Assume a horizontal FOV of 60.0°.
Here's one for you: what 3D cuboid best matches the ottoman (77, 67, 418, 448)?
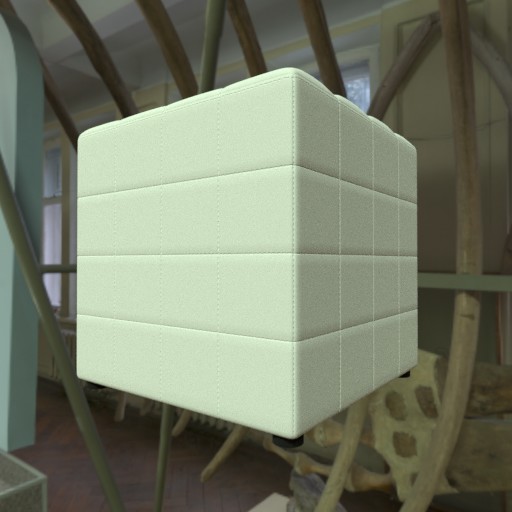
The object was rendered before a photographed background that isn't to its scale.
[{"bbox_3d":[0.000,0.000,0.770,0.425,0.432,0.425,-1,-1,37],"label":"ottoman"}]
